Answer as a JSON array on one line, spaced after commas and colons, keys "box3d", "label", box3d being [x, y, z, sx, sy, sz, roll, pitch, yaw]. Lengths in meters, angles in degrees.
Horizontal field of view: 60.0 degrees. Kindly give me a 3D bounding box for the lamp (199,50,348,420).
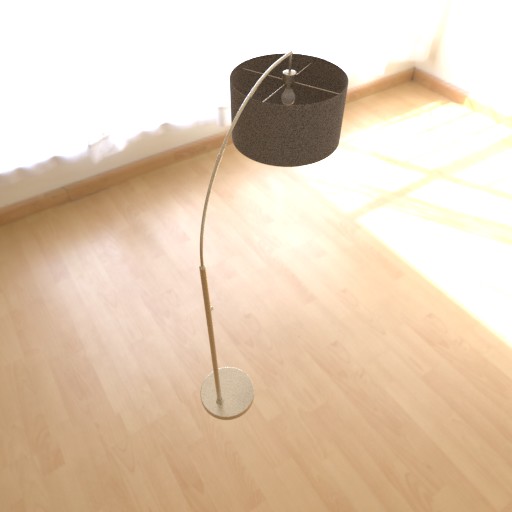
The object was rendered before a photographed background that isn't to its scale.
[{"box3d": [0.000, 0.000, 2.109, 0.452, 1.735, 0.934, 24, 51, 21], "label": "lamp"}]
